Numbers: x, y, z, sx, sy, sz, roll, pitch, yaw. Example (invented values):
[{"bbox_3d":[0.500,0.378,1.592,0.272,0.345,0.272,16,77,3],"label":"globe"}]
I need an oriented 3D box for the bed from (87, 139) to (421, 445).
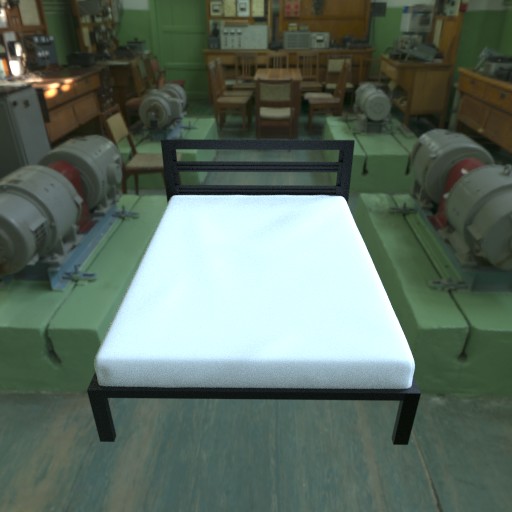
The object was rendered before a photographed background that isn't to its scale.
[{"bbox_3d":[0.000,0.000,2.856,1.524,0.967,2.062,0,29,1],"label":"bed"}]
